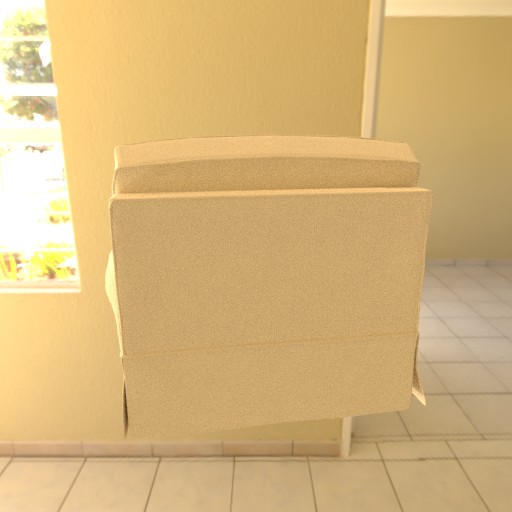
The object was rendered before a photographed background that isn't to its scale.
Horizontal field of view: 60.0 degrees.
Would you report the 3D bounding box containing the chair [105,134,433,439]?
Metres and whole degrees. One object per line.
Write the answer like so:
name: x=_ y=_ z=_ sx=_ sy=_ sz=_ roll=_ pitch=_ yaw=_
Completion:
chair: x=0.000 y=0.000 z=1.799 sx=1.099 sy=0.958 sz=0.904 roll=-3 pitch=16 yaw=-9
